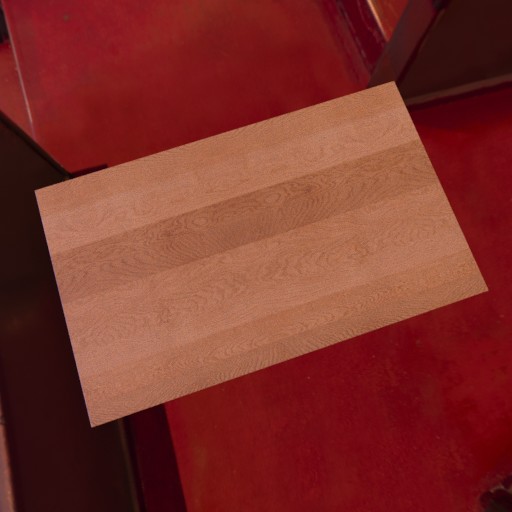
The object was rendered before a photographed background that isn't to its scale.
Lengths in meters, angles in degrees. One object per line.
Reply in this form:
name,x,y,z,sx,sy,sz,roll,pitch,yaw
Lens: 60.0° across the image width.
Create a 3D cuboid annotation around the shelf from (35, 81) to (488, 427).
shelf,0.000,0.000,1.501,1.150,0.450,0.700,-18,78,-4
